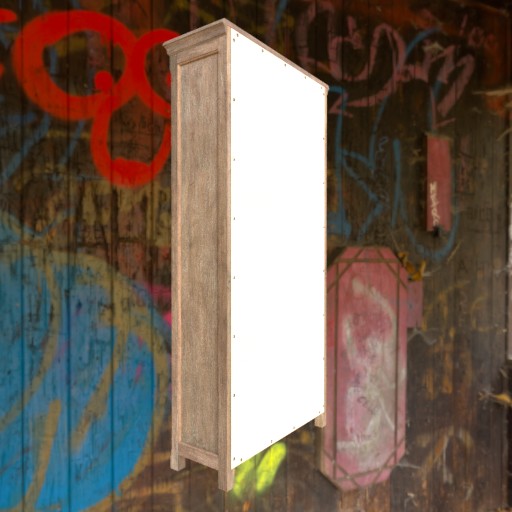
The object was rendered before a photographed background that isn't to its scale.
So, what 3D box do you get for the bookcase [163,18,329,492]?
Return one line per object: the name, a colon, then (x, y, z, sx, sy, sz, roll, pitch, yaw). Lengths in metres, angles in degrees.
bookcase: (0.000, 0.000, 2.207, 0.348, 1.880, 0.906, 0, 1, 36)
